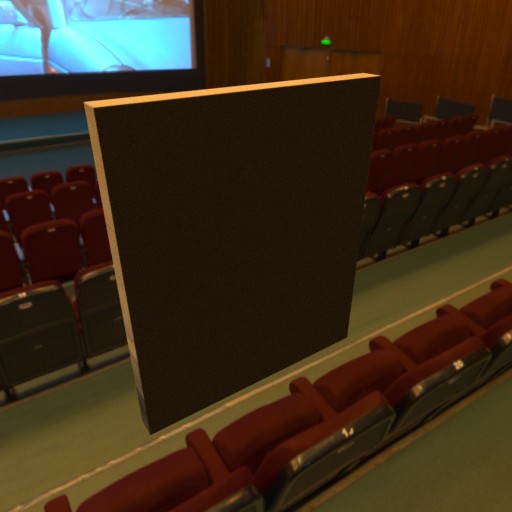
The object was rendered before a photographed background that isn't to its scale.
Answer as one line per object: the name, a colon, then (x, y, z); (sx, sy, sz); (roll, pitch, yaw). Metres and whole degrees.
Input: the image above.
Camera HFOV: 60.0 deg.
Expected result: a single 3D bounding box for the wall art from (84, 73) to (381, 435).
wall art: (0.000, 0.000, 0.708); (0.435, 0.511, 0.037); (-18, 34, -29)
